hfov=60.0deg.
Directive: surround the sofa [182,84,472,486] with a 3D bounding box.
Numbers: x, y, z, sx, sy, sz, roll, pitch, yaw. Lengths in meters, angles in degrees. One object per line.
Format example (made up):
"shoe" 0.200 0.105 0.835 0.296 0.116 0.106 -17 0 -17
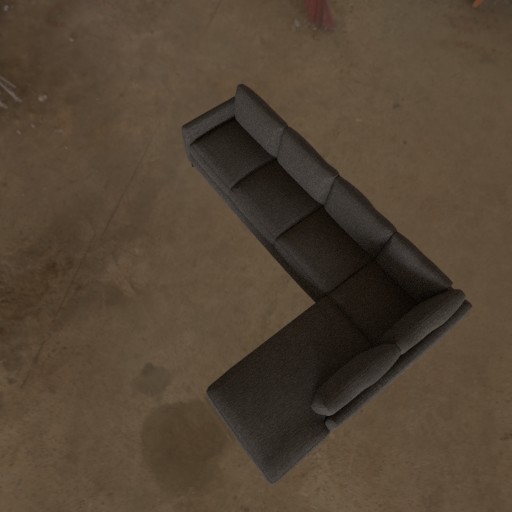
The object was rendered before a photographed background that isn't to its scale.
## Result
"sofa" 0.000 0.000 3.814 2.007 0.815 2.949 -35 68 -16
